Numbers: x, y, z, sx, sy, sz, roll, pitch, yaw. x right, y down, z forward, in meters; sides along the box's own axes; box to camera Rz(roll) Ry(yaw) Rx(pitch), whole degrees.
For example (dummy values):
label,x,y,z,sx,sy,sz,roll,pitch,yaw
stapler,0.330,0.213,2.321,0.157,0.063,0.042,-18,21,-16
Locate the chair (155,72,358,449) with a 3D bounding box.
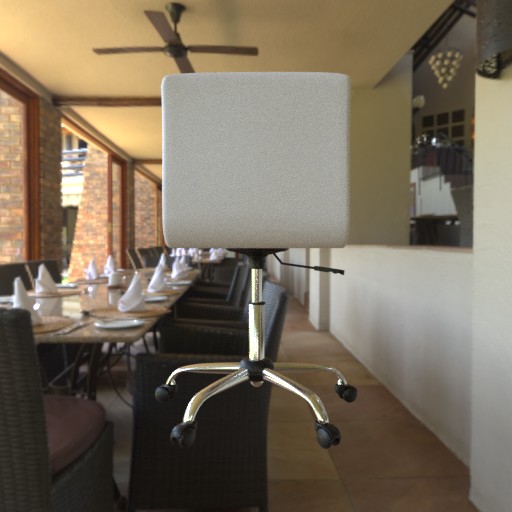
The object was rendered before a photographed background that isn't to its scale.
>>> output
label,x,y,z,sx,sy,sz,roll,pitch,yaw
chair,0.000,0.000,1.079,0.520,0.750,0.455,0,2,1
